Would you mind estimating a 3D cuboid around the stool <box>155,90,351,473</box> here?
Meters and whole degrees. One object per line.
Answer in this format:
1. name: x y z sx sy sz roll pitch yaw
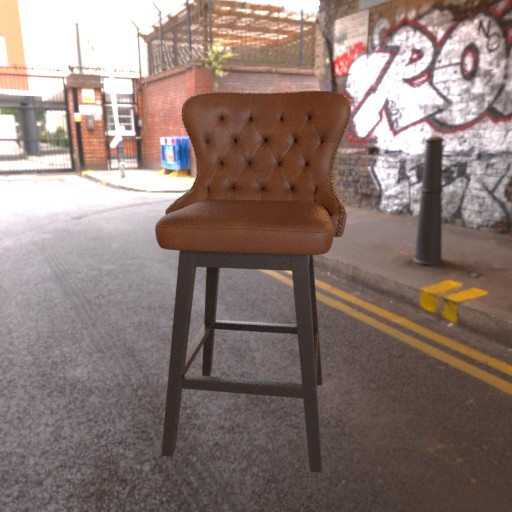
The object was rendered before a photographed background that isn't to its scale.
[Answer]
1. stool: 0.000 0.000 1.318 0.528 0.971 0.593 2 15 8
